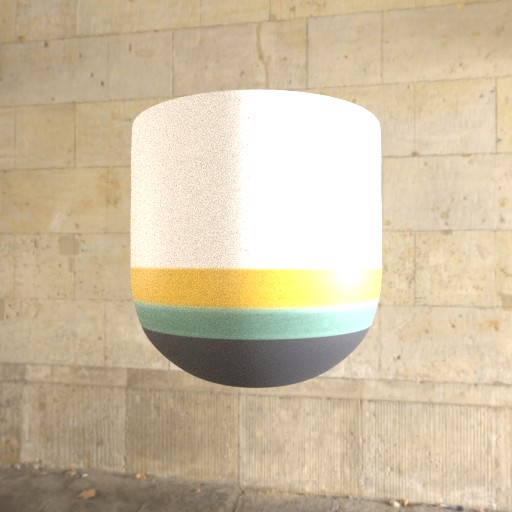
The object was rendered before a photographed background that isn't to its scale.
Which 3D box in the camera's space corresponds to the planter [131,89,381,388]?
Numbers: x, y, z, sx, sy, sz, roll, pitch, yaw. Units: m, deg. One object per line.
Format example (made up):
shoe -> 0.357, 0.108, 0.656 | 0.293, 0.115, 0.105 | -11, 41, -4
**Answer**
planter -> 0.000, 0.000, 0.493 | 0.268, 0.270, 0.268 | 0, -1, 0
